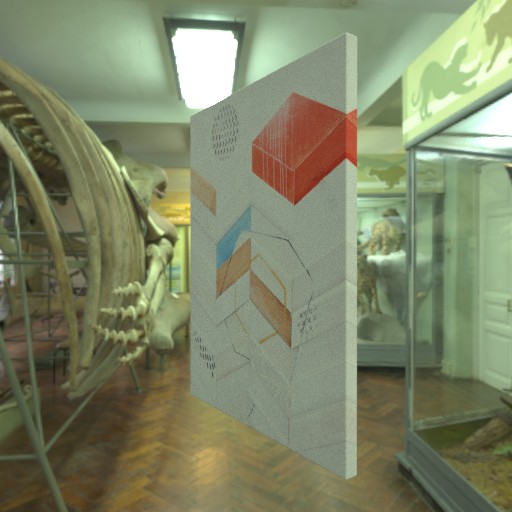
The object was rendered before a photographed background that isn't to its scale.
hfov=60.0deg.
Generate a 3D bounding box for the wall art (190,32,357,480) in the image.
[{"bbox_3d":[0.000,0.000,1.321,0.045,1.014,0.759,0,0,-36],"label":"wall art"}]
